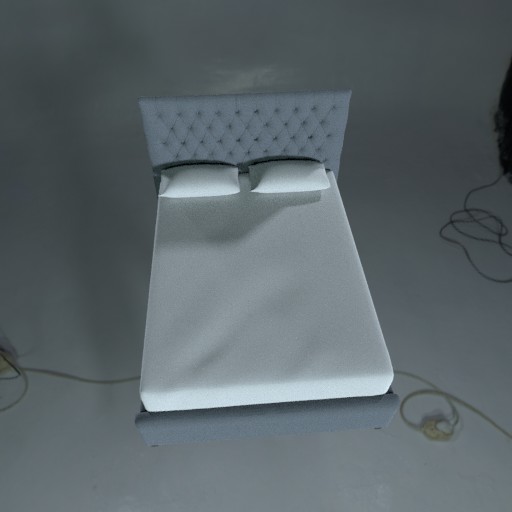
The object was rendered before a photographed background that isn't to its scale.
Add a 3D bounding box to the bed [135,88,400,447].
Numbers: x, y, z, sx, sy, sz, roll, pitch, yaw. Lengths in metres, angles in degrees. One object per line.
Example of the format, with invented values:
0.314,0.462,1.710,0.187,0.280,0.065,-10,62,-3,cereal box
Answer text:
0.000,0.000,3.300,1.698,1.427,2.231,-3,49,-3,bed
